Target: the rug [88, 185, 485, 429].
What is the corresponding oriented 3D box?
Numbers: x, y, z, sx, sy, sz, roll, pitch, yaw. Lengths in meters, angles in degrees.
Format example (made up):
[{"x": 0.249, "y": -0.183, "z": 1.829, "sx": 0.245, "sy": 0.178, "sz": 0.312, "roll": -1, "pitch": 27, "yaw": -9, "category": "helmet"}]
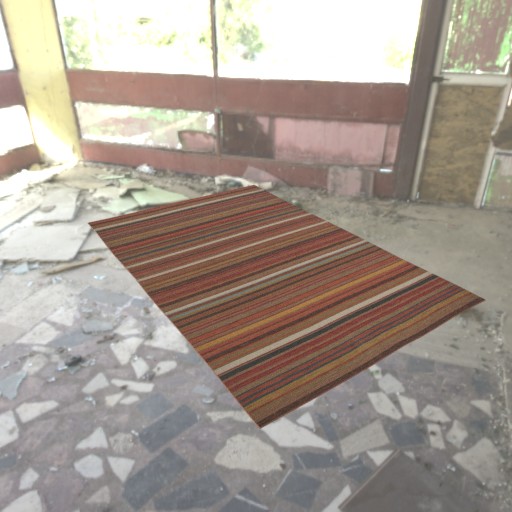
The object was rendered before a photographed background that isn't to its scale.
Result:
[{"x": 0.000, "y": 0.000, "z": 2.311, "sx": 1.217, "sy": 0.007, "sz": 1.828, "roll": -18, "pitch": 33, "yaw": -30, "category": "rug"}]
